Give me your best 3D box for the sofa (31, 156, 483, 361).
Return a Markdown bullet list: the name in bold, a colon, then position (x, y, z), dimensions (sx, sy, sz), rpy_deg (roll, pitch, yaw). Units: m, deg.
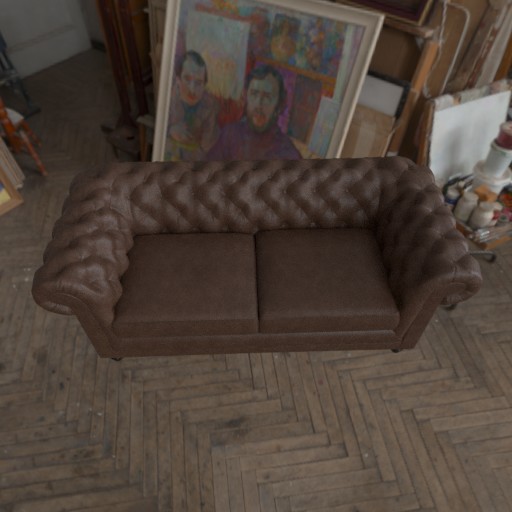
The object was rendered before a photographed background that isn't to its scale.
- **sofa**: position (0.000, 0.000, 2.488), dimensions (2.048, 0.784, 0.955), rpy_deg (-1, 48, -1)
